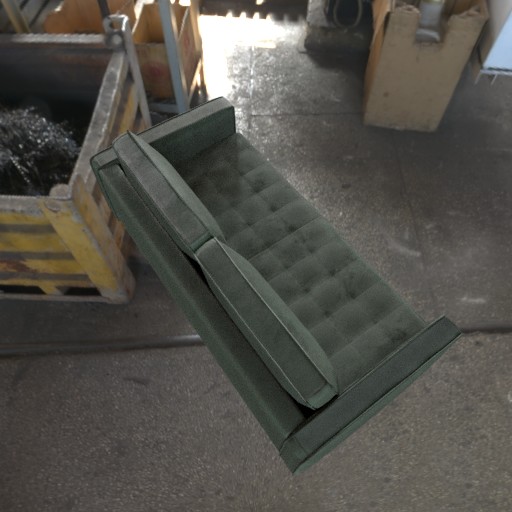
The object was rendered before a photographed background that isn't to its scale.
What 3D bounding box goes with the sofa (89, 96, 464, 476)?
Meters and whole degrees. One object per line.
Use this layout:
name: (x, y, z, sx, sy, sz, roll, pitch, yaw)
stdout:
sofa: (0.000, 0.000, 2.225, 0.886, 0.781, 1.816, -32, 64, -17)
